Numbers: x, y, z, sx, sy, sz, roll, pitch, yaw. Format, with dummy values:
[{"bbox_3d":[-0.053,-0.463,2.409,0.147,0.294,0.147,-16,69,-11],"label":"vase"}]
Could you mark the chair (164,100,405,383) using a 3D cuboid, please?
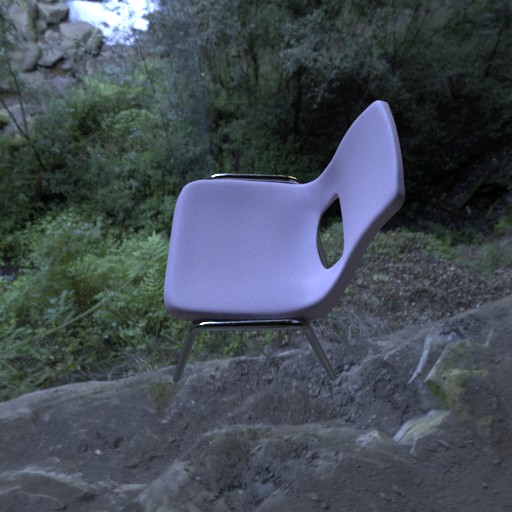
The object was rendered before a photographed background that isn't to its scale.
[{"bbox_3d":[0.000,0.000,0.966,0.436,0.704,0.381,1,60,1],"label":"chair"}]
